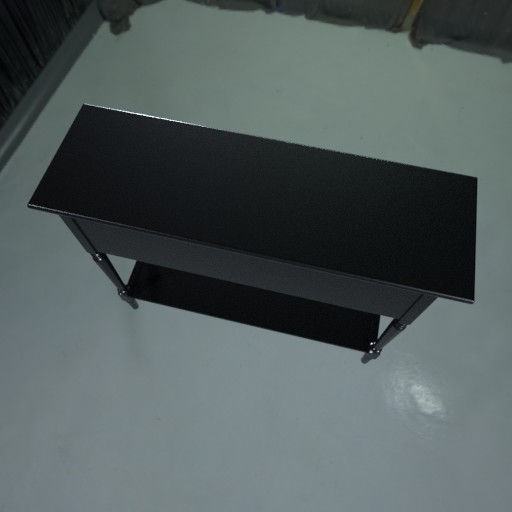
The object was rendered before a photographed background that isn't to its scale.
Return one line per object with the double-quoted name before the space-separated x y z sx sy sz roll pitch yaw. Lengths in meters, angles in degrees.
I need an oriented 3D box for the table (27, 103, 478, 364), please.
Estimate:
"table" 0.000 0.000 1.587 1.191 0.819 0.386 12 64 6
